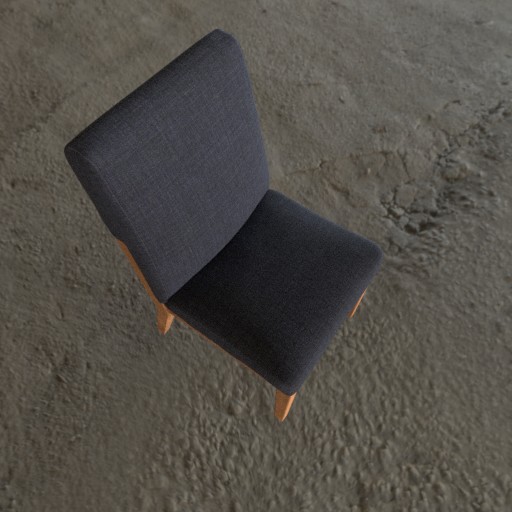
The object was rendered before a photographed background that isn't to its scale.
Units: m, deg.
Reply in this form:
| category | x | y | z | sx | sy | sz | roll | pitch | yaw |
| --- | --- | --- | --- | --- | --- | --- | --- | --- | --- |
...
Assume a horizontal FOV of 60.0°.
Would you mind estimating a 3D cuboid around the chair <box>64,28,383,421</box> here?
| category | x | y | z | sx | sy | sz | roll | pitch | yaw |
| --- | --- | --- | --- | --- | --- | --- | --- | --- | --- |
| chair | 0.000 | 0.000 | 1.230 | 0.586 | 0.911 | 0.507 | 32 | 64 | 18 |
